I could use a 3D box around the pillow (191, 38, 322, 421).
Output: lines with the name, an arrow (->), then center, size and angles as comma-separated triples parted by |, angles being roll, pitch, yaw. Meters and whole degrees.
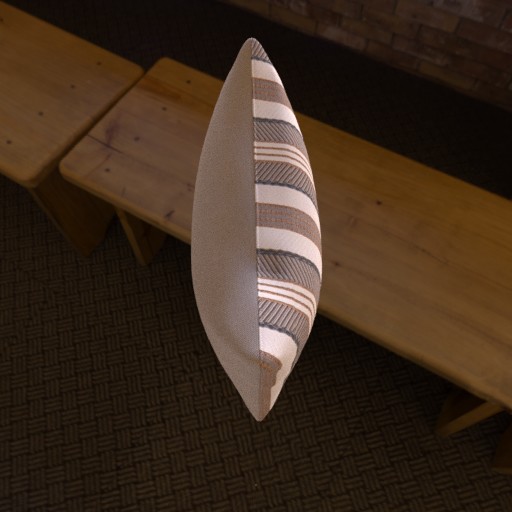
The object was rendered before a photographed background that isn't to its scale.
pillow -> 0.000, 0.000, 0.637 | 0.173, 0.401, 0.416 | -1, 63, -1
